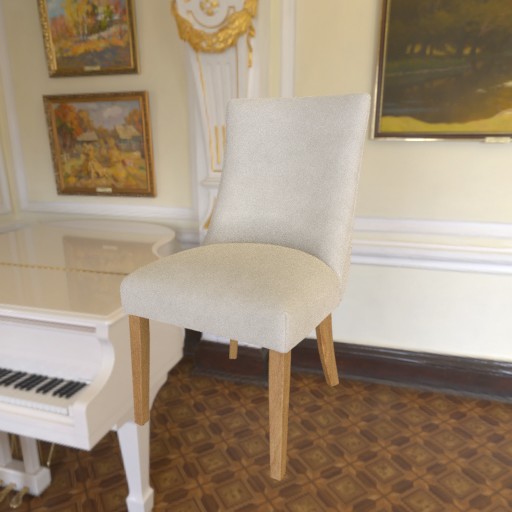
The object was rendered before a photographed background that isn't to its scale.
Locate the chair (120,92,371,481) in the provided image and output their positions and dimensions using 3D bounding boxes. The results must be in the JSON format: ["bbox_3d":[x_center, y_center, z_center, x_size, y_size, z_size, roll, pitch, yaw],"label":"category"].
[{"bbox_3d":[0.000,0.000,1.264,0.495,0.902,0.610,8,17,28],"label":"chair"}]
